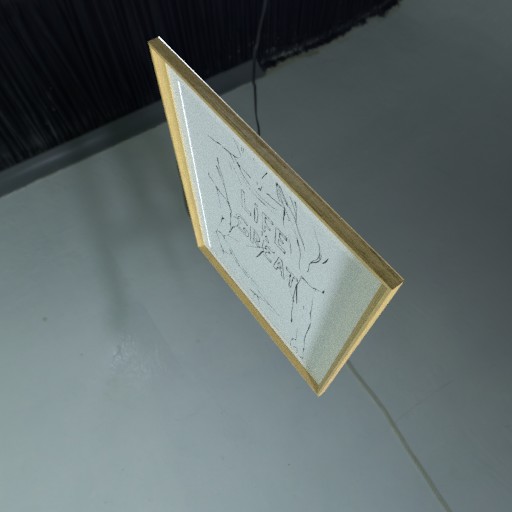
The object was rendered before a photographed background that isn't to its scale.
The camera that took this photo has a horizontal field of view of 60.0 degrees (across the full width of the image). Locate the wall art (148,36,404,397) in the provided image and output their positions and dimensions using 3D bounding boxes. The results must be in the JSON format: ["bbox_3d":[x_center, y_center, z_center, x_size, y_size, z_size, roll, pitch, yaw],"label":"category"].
[{"bbox_3d":[0.000,0.000,1.345,0.030,1.002,0.798,-34,68,-16],"label":"wall art"}]
